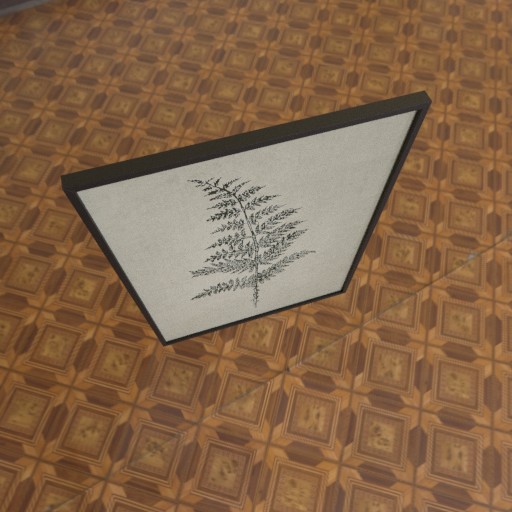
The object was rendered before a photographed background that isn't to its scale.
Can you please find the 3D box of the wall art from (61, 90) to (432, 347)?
[{"bbox_3d":[0.000,0.000,1.400,0.802,1.070,0.036,-15,63,-8],"label":"wall art"}]
